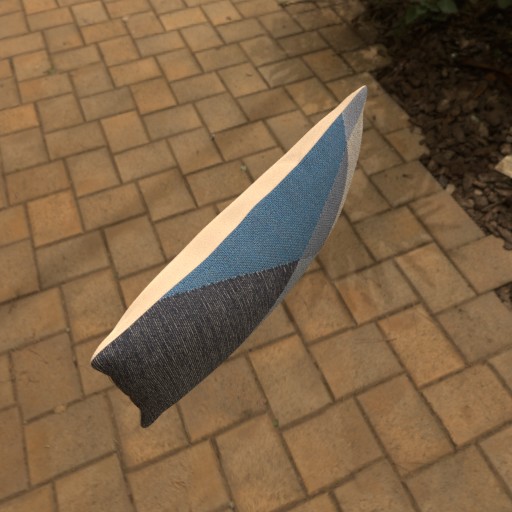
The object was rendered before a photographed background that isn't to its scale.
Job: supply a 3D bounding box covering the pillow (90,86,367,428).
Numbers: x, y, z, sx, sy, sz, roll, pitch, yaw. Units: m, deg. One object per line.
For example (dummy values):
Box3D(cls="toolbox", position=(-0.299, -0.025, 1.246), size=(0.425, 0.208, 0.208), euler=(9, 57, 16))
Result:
Box3D(cls="pillow", position=(0.000, 0.000, 0.727), size=(0.148, 0.307, 0.604), euler=(33, 63, 19))
